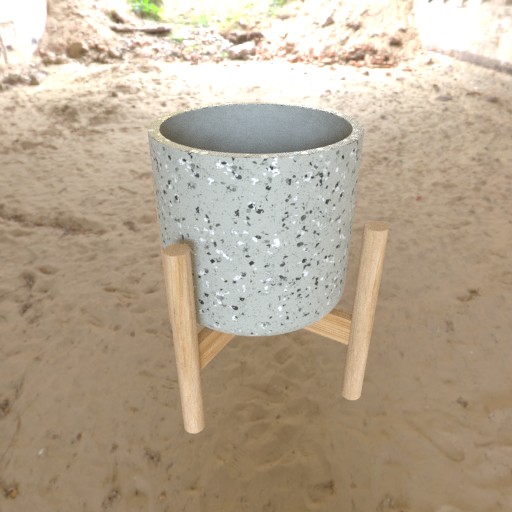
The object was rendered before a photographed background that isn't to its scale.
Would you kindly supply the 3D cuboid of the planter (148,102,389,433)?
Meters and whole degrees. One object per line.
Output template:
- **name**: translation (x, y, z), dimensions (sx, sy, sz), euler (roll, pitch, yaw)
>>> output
- **planter**: translation (0.000, 0.000, 0.545), dimensions (0.284, 0.320, 0.284), euler (-21, 36, -31)
